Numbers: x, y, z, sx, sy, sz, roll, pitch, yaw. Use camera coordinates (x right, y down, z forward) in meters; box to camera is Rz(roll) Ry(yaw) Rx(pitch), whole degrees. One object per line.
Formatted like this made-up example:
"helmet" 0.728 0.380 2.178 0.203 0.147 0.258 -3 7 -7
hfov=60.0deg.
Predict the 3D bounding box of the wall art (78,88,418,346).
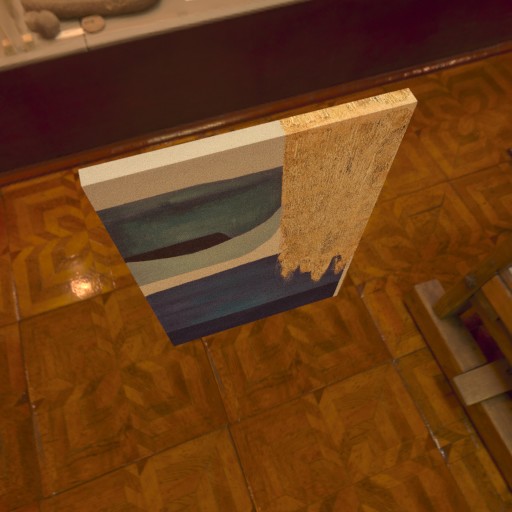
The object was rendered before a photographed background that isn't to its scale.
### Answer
"wall art" 0.000 0.000 1.173 0.607 0.911 0.039 -17 64 -8
